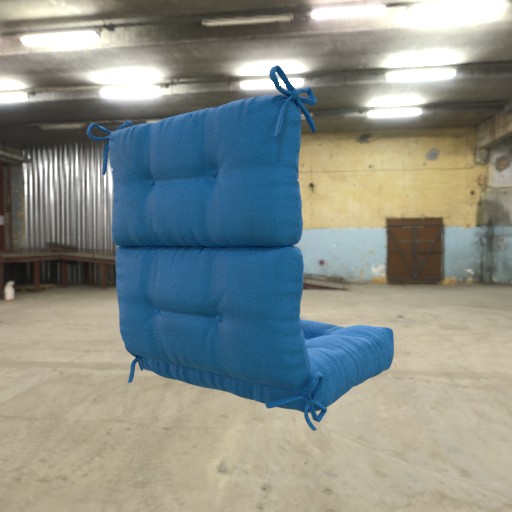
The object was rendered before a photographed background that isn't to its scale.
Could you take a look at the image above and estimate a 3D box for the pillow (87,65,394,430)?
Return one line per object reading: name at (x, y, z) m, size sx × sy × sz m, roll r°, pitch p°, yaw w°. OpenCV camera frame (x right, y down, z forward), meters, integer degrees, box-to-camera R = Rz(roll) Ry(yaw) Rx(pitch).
pillow at (0.000, 0.000, 1.035) m, size 0.519 × 0.605 × 0.571 m, roll 1°, pitch 2°, yaw 36°
